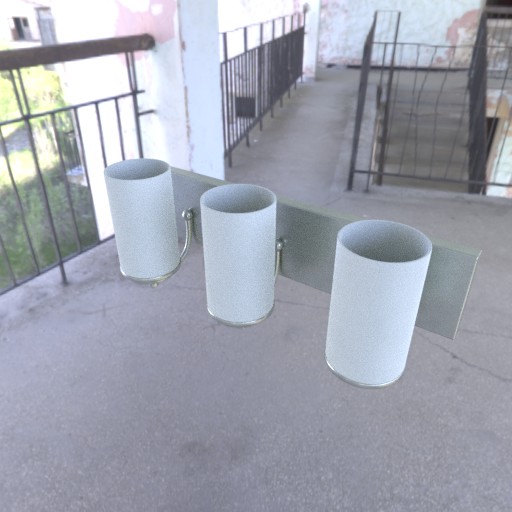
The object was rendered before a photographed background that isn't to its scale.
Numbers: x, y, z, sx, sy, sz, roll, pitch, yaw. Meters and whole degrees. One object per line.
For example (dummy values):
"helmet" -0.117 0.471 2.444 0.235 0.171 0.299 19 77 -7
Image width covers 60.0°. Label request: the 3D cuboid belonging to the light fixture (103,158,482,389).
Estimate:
"light fixture" 0.000 0.000 0.528 0.451 0.172 0.145 20 36 30
